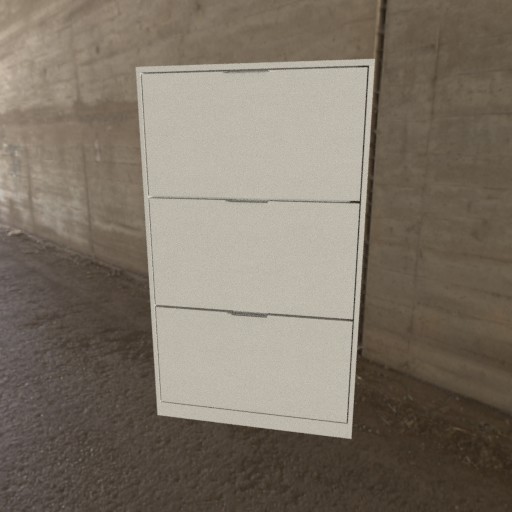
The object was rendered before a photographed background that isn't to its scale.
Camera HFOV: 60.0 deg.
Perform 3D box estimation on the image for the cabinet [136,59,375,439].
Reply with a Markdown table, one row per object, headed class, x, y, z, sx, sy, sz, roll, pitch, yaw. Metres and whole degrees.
| class | x | y | z | sx | sy | sz | roll | pitch | yaw |
| --- | --- | --- | --- | --- | --- | --- | --- | --- | --- |
| cabinet | 0.000 | 0.000 | 1.627 | 0.750 | 1.280 | 0.250 | 3 | 15 | 11 |
